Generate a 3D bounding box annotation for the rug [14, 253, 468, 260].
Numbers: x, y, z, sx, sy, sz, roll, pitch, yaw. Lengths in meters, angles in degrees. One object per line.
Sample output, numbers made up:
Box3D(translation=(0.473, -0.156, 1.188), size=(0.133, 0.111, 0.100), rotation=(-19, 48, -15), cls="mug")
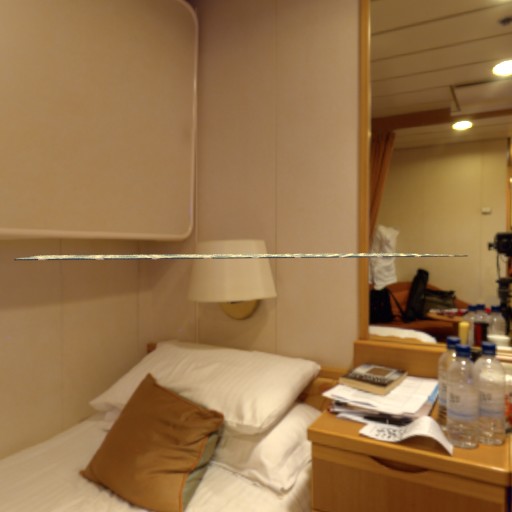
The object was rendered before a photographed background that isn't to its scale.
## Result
Box3D(translation=(0.000, 0.000, 2.490), size=(2.296, 0.006, 0.685), rotation=(0, 1, -17), cls="rug")
